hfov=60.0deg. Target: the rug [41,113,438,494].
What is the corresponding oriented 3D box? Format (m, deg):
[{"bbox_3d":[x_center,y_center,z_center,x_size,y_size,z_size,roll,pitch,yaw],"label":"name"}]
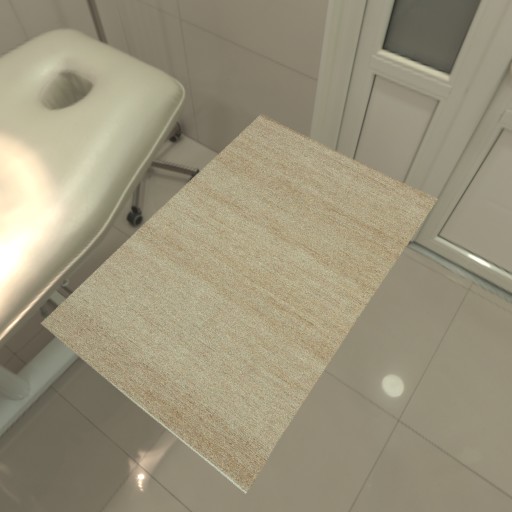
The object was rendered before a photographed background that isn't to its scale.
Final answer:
[{"bbox_3d":[0.000,0.000,2.965,1.574,0.029,2.346,32,63,18],"label":"rug"}]
